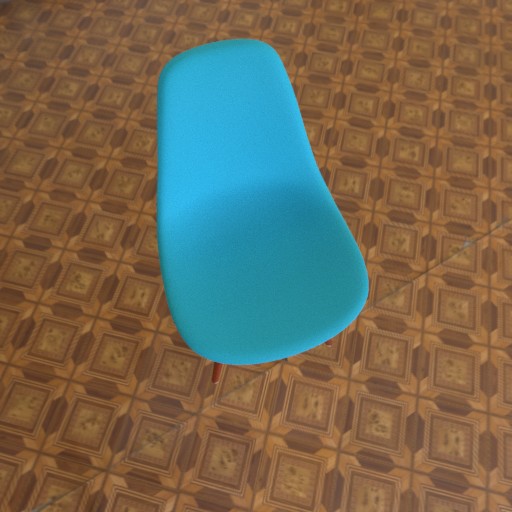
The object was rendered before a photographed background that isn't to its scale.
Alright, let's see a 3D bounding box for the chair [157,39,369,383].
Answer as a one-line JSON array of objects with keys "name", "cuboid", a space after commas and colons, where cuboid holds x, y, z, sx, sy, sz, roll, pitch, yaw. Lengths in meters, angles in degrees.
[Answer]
[{"name": "chair", "cuboid": [0.000, 0.000, 1.107, 0.470, 0.826, 0.533, -17, 64, -8]}]
